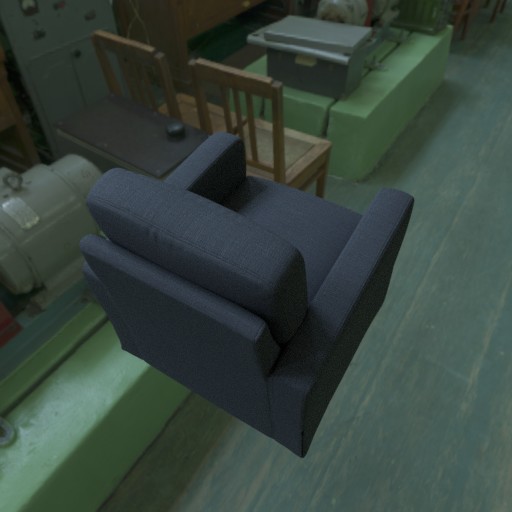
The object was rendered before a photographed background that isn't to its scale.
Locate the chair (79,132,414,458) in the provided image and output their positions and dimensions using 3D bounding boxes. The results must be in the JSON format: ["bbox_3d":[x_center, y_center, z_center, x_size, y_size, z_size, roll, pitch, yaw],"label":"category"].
[{"bbox_3d":[0.000,0.000,1.480,0.798,0.855,0.863,24,51,21],"label":"chair"}]
